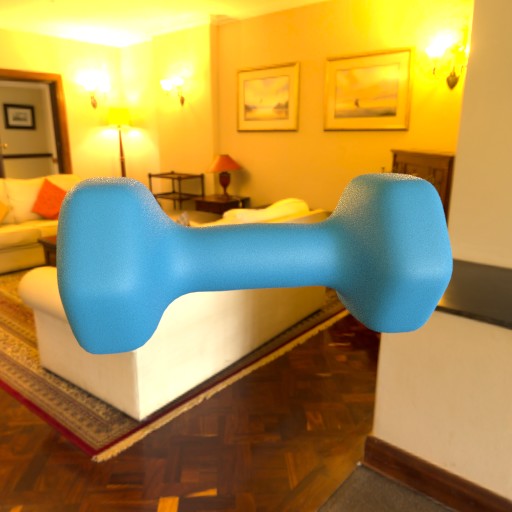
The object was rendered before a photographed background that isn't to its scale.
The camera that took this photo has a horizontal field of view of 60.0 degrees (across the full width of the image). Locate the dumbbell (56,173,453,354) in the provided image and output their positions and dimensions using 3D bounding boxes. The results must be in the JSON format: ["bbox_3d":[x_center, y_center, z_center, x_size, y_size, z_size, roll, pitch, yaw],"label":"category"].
[{"bbox_3d":[0.000,0.000,0.187,0.152,0.066,0.074,-2,15,-8],"label":"dumbbell"}]
